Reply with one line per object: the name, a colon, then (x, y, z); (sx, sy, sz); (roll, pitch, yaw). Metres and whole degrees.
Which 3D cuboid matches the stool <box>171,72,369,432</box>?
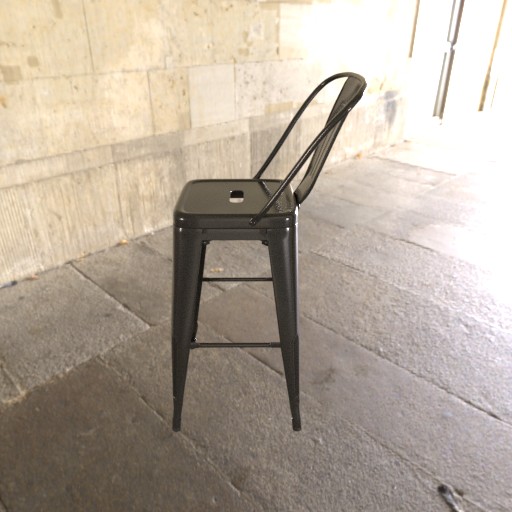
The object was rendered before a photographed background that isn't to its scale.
stool: (0.000, 0.000, 1.338); (0.528, 1.022, 0.432); (0, 27, 0)
